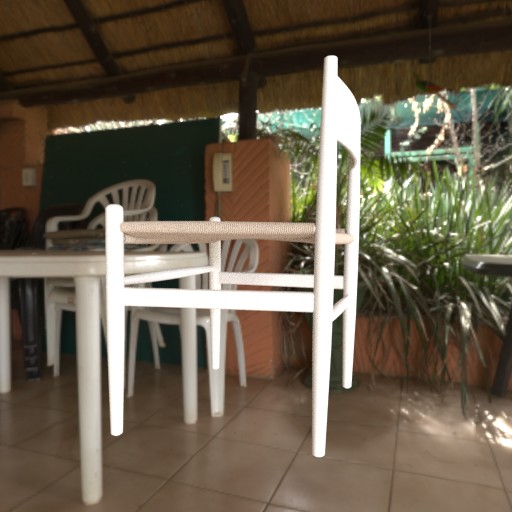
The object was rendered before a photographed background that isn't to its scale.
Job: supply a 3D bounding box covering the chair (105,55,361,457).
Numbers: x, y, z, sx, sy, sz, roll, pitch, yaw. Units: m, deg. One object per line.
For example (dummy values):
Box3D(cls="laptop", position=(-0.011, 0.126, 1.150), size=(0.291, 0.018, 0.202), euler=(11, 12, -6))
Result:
Box3D(cls="chair", position=(0.000, 0.000, 1.114), size=(0.495, 0.762, 0.556), euler=(1, 2, 19))
